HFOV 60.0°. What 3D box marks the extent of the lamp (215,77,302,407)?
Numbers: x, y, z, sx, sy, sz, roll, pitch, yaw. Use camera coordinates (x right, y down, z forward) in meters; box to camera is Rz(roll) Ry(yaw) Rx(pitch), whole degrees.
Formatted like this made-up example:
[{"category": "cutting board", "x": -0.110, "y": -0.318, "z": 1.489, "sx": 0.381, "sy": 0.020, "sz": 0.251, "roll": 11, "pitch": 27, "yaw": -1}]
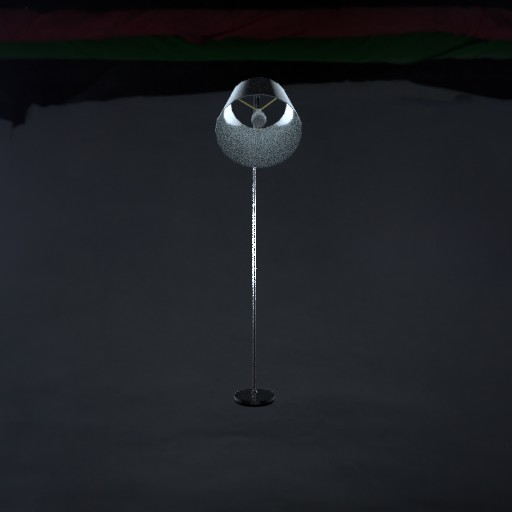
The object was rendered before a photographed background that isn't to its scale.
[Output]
[{"category": "lamp", "x": 0.000, "y": 0.000, "z": 2.648, "sx": 0.406, "sy": 2.098, "sz": 1.445, "roll": 0, "pitch": 0, "yaw": -1}]
